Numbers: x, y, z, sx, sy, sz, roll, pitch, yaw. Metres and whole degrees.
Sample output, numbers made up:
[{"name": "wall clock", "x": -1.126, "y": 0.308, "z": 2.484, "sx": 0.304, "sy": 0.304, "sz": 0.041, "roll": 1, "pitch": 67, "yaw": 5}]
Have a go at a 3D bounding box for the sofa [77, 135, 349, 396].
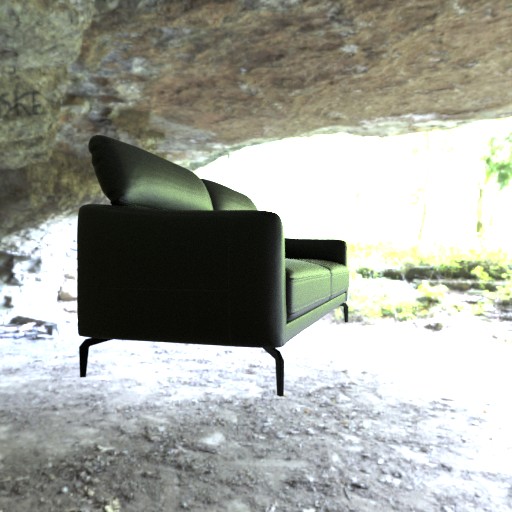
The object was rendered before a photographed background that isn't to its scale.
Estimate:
[{"name": "sofa", "x": 0.000, "y": 0.000, "z": 2.499, "sx": 0.856, "sy": 0.957, "sz": 2.069, "roll": 0, "pitch": -1, "yaw": 18}]
